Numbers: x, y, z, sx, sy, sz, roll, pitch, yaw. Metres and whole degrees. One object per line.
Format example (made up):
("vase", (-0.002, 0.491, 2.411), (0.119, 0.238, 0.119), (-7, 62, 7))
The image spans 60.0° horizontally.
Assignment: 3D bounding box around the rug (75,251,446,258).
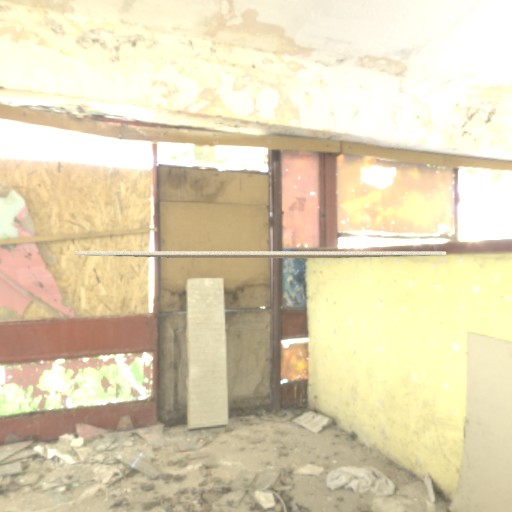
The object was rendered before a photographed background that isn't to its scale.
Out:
("rug", (0.000, 0.000, 2.351), (1.210, 0.012, 1.829), (0, -1, -1))
